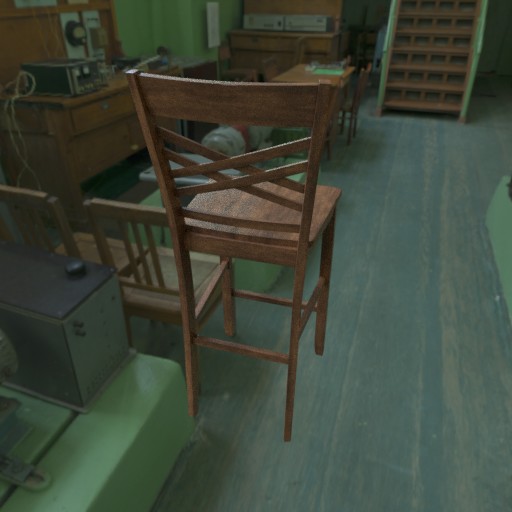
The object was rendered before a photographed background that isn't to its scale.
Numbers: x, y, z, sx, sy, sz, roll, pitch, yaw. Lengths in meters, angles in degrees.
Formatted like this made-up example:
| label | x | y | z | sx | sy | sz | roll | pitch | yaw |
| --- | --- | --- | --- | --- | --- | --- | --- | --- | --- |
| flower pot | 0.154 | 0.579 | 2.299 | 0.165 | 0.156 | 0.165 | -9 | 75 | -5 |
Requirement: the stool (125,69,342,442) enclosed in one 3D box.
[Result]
| label | x | y | z | sx | sy | sz | roll | pitch | yaw |
| --- | --- | --- | --- | --- | --- | --- | --- | --- | --- |
| stool | 0.000 | 0.000 | 1.351 | 0.433 | 1.105 | 0.487 | 9 | 33 | 14 |
